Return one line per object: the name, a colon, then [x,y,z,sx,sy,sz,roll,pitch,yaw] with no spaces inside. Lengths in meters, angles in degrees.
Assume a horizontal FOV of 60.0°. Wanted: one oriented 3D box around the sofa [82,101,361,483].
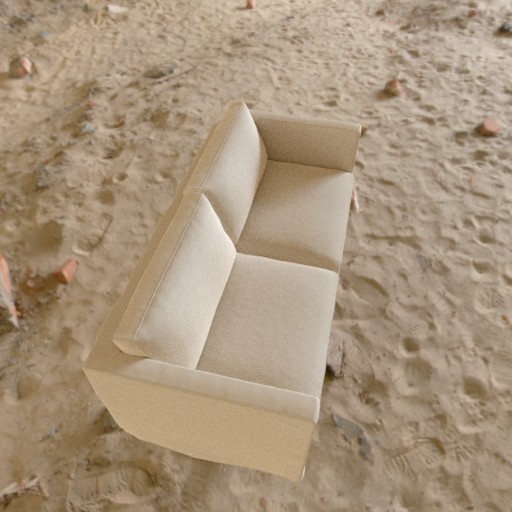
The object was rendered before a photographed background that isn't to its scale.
sofa: [0.000,0.000,2.477,0.940,0.870,1.987,10,50,9]
